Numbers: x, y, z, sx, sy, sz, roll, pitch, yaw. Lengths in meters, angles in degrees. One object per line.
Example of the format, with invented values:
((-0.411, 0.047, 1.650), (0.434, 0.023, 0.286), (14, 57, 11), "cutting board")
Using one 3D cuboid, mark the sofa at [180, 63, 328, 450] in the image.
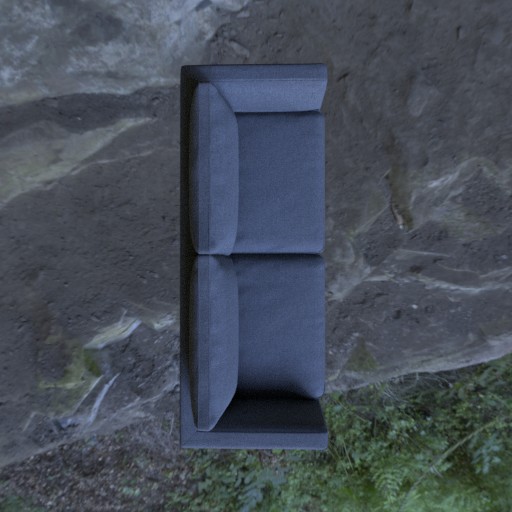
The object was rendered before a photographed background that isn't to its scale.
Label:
((0.000, 0.000, 2.778), (0.869, 1.002, 2.212), (0, 89, 1), "sofa")
